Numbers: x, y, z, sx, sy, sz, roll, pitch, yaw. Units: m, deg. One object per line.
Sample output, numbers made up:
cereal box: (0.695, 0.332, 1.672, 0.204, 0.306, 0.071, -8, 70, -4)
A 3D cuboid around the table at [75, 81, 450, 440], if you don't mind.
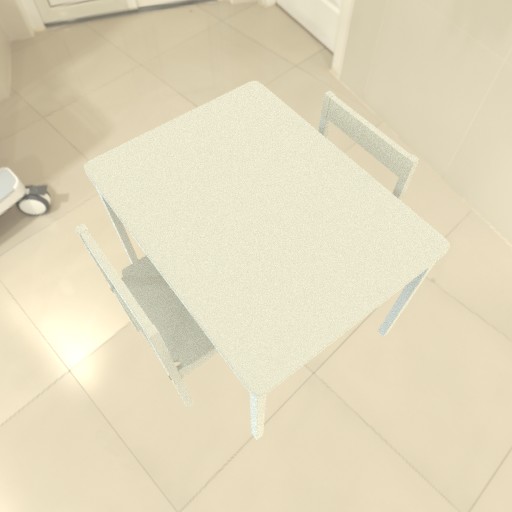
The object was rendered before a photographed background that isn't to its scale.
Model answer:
table: (0.000, 0.000, 1.120, 0.672, 0.503, 0.650, -33, 64, -19)
